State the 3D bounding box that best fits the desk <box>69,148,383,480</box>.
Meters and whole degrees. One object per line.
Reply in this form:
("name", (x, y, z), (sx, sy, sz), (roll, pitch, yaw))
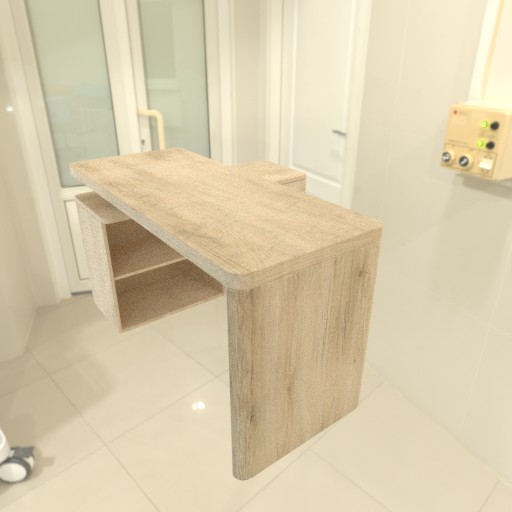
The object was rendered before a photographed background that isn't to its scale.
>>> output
("desk", (0.000, 0.000, 2.066), (1.175, 0.770, 1.400), (-18, 31, -33))
